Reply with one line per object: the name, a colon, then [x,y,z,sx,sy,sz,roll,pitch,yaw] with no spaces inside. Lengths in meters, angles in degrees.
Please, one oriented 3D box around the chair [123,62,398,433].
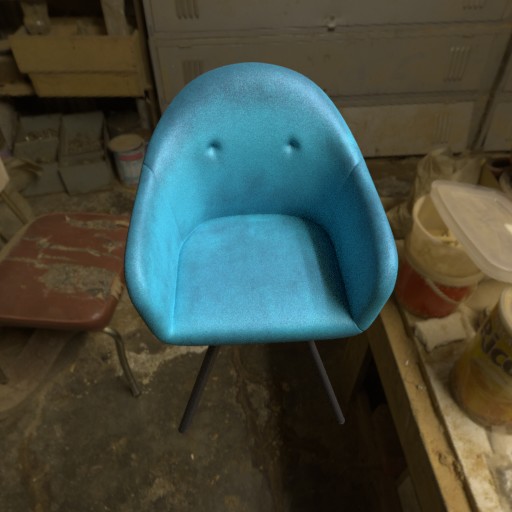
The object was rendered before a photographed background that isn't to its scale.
chair: [0.000,0.000,1.144,0.540,0.780,0.570,-2,45,-2]
